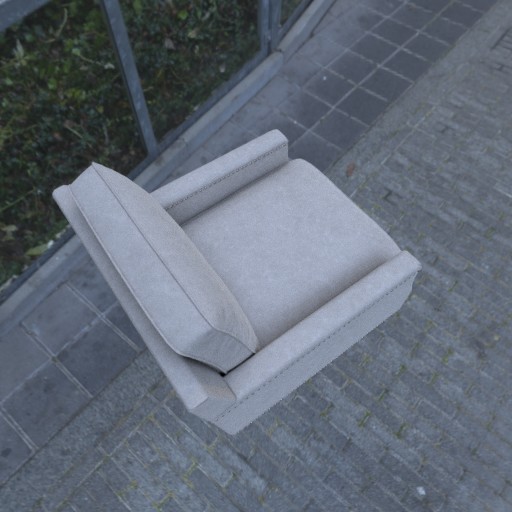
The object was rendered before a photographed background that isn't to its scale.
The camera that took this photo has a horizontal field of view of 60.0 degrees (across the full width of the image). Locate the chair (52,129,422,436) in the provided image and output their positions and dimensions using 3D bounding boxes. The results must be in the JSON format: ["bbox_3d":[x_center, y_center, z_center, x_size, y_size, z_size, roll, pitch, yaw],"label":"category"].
[{"bbox_3d":[0.000,0.000,1.674,1.014,0.943,0.853,-32,64,-18],"label":"chair"}]
